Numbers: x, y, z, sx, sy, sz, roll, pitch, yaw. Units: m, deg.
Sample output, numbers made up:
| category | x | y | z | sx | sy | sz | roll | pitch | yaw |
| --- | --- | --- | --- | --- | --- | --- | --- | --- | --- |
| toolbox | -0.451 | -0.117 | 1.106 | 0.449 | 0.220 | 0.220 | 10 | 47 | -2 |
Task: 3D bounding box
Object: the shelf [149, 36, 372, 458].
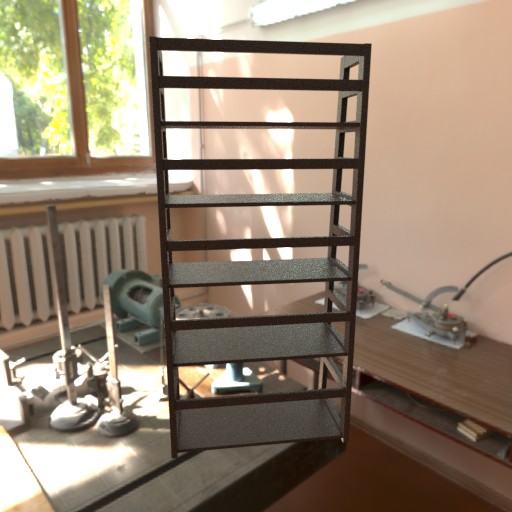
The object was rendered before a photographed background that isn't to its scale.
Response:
| category | x | y | z | sx | sy | sz | roll | pitch | yaw |
| --- | --- | --- | --- | --- | --- | --- | --- | --- | --- |
| shelf | 0.000 | 0.000 | 1.881 | 0.763 | 1.600 | 0.403 | -2 | 14 | -8 |
